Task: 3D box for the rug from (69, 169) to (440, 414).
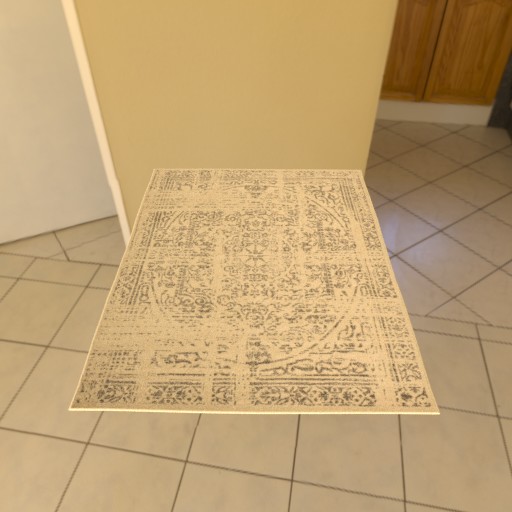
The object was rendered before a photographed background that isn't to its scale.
[{"bbox_3d":[0.000,0.000,3.824,2.311,0.032,2.921,0,41,0],"label":"rug"}]
